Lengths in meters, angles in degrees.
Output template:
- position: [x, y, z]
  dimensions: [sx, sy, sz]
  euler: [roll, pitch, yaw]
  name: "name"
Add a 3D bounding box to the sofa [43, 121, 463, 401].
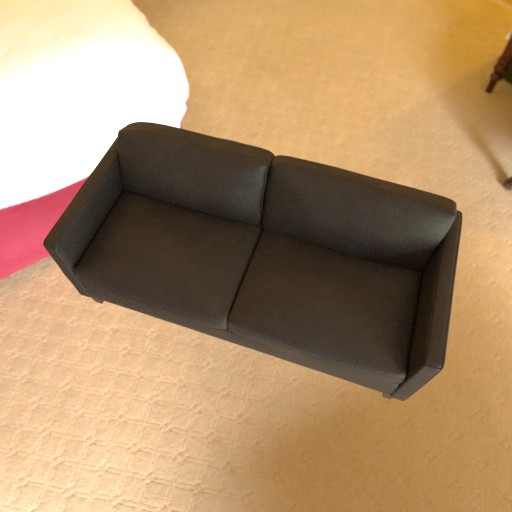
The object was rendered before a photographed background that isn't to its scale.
- position: [0.000, 0.000, 2.429]
  dimensions: [1.971, 0.863, 0.933]
  euler: [16, 60, 10]
  name: "sofa"
